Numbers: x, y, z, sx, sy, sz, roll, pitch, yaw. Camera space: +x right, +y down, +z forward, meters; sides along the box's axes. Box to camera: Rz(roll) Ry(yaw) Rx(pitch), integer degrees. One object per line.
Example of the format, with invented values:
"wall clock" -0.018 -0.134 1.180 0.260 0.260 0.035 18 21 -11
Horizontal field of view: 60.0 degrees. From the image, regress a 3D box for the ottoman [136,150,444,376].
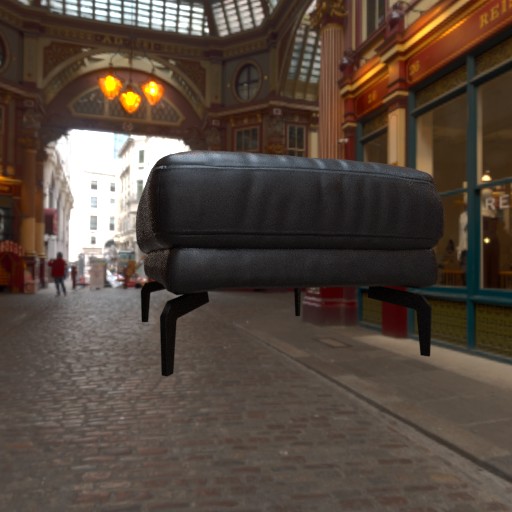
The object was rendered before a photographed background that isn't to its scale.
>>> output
"ottoman" 0.000 0.000 1.123 0.570 0.402 0.764 0 -1 -17
